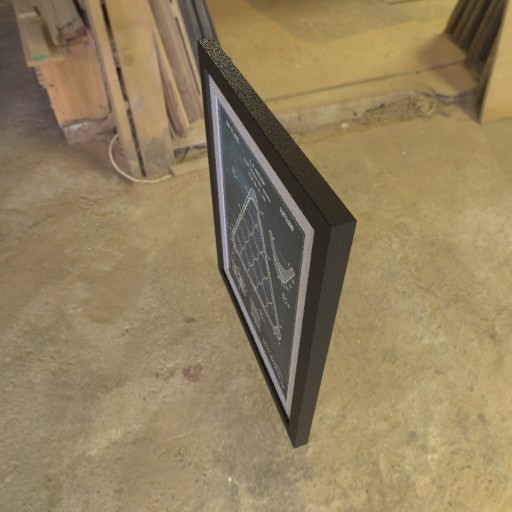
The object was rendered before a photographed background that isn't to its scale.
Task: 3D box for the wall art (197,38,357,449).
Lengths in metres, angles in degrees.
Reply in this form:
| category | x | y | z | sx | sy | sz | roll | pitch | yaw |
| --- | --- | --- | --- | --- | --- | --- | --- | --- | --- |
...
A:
| category | x | y | z | sx | sy | sz | roll | pitch | yaw |
| --- | --- | --- | --- | --- | --- | --- | --- | --- | --- |
| wall art | 0.000 | 0.000 | 0.702 | 0.025 | 0.508 | 0.432 | -15 | 49 | -14 |
